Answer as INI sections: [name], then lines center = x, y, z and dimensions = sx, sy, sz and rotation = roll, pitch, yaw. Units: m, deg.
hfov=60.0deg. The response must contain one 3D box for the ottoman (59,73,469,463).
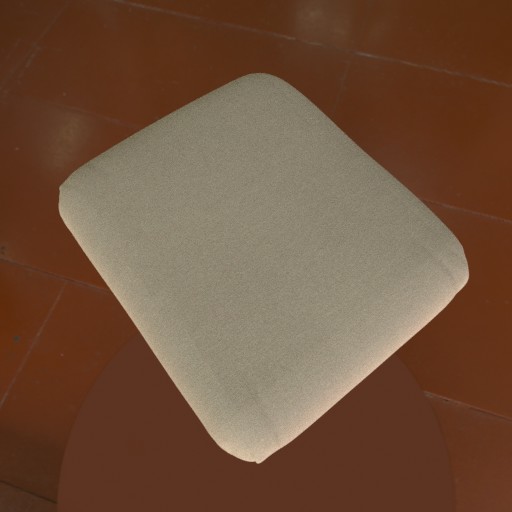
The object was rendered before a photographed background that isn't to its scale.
[ottoman]
center = 0.000, 0.000, 1.079
dimensions = 0.639, 0.450, 0.746
rotation = -35, 69, -16
